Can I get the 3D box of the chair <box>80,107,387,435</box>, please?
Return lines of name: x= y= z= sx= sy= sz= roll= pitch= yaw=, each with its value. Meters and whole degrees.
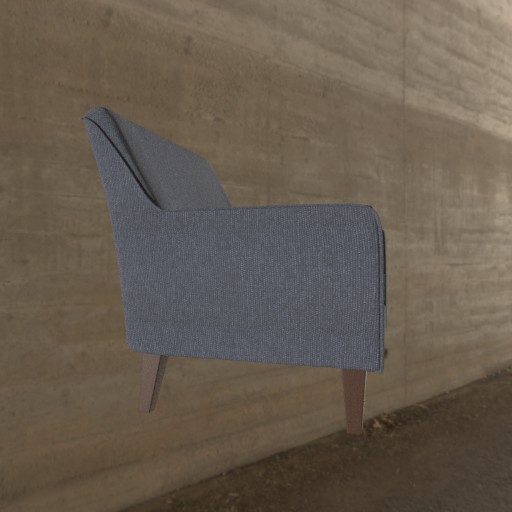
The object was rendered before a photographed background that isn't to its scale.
chair: x=0.000 y=0.000 z=1.581 sx=0.899 sy=0.919 sz=0.780 roll=0 pitch=0 yaw=18
